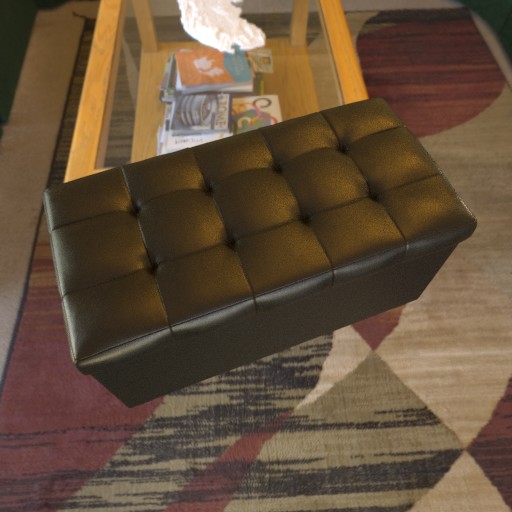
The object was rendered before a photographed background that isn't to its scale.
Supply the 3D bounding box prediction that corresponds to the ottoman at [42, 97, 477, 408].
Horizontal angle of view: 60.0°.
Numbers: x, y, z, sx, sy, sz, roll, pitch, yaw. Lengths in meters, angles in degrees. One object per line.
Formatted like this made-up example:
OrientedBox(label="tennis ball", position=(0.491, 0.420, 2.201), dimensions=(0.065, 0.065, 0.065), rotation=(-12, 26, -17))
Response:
OrientedBox(label="ottoman", position=(0.000, 0.000, 1.102), dimensions=(0.838, 0.470, 0.432), rotation=(-18, 61, -11))
